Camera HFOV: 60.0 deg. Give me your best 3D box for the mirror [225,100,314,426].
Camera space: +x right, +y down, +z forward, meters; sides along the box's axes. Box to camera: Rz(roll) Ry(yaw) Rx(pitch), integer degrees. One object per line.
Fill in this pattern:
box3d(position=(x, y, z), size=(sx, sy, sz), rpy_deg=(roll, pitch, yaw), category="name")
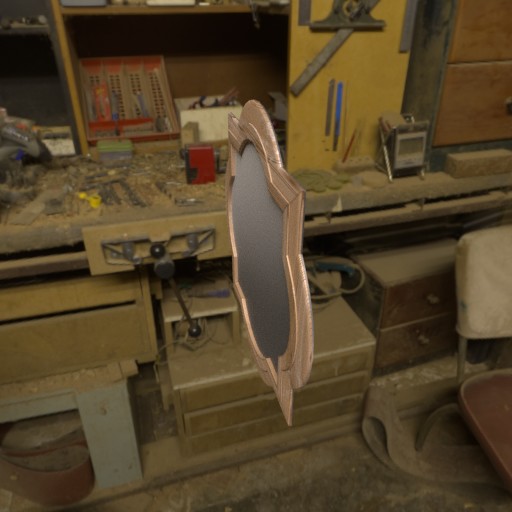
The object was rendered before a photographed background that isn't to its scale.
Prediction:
box3d(position=(0.000, 0.000, 1.050), size=(0.019, 0.686, 0.686), rpy_deg=(-8, 32, -13), category="mirror")
